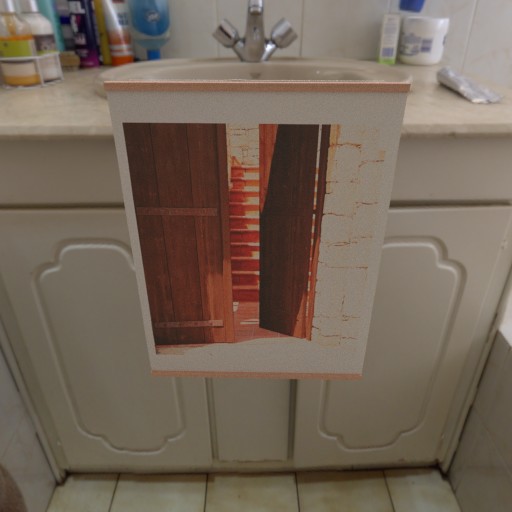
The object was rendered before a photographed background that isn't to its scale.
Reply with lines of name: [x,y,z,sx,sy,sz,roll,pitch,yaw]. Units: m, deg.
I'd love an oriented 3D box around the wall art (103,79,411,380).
wall art: [0.000,0.000,1.353,0.758,1.013,0.020,1,30,1]
